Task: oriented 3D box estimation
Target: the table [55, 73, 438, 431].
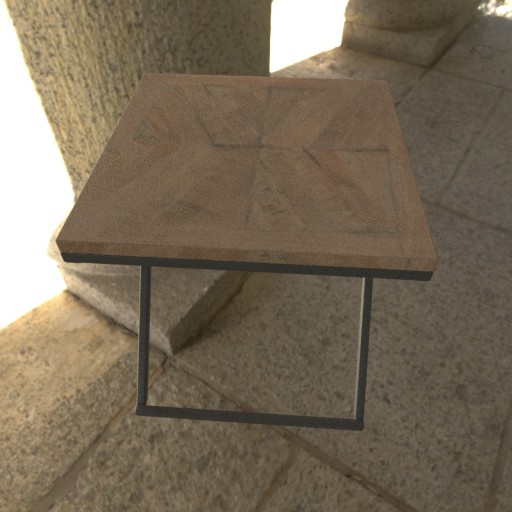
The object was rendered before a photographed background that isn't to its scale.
[{"bbox_3d":[0.000,0.000,0.939,0.499,0.550,0.498,3,47,3],"label":"table"}]
